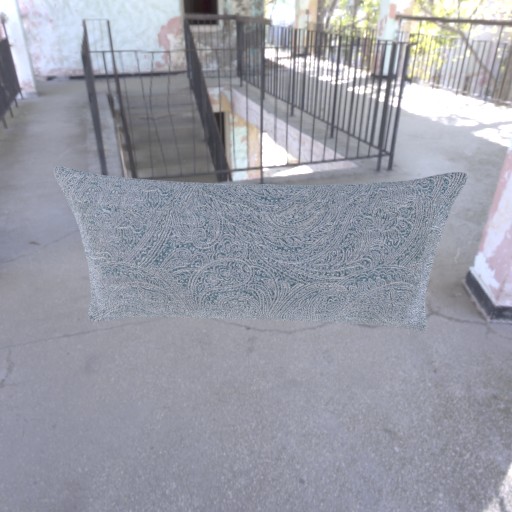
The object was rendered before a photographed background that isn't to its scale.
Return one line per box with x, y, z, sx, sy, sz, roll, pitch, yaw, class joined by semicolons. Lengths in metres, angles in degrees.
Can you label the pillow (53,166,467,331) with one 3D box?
0.000;0.000;0.728;0.615;0.295;0.151;1;30;3;pillow
